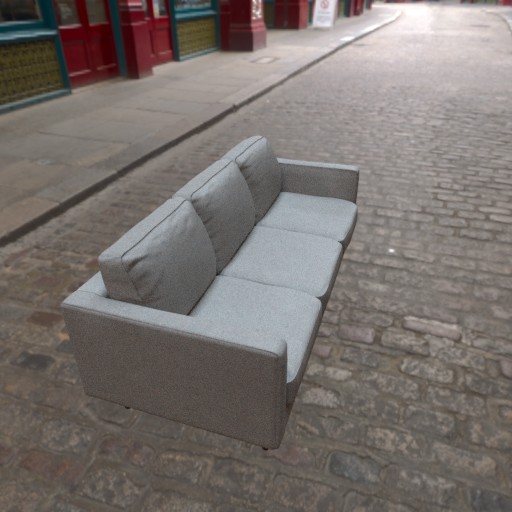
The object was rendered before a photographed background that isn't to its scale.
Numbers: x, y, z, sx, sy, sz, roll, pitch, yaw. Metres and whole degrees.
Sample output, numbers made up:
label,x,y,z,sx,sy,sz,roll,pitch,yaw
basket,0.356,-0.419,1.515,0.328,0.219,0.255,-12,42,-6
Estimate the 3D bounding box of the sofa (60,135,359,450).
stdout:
label,x,y,z,sx,sy,sz,roll,pitch,yaw
sofa,0.000,0.000,2.524,0.944,0.918,1.983,10,32,16
